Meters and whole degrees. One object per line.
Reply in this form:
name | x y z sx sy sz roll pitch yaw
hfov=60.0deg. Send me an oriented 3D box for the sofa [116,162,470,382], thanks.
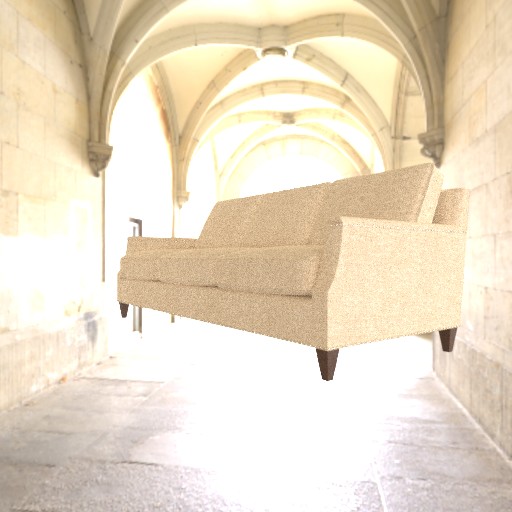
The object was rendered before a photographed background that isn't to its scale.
sofa | 0.000 0.000 2.798 1.041 0.940 2.210 0 0 -37
